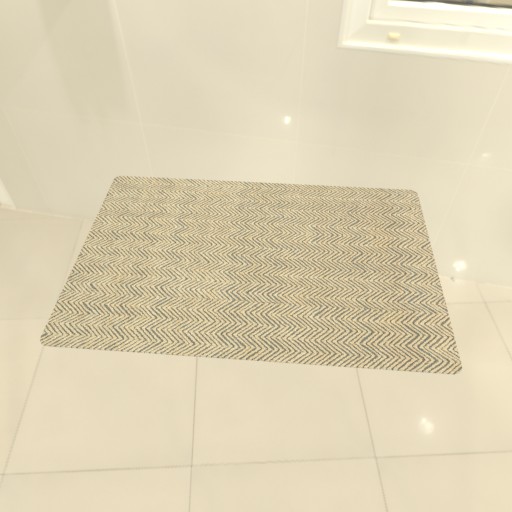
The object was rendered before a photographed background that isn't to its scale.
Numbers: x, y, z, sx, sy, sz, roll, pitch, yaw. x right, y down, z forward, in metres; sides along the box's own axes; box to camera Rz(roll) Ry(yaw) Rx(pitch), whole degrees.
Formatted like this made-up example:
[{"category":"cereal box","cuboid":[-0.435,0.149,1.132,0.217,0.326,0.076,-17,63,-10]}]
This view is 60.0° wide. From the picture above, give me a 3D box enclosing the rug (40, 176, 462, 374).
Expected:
[{"category":"rug","cuboid":[0.000,0.000,2.194,1.752,0.008,1.144,3,48,3]}]
